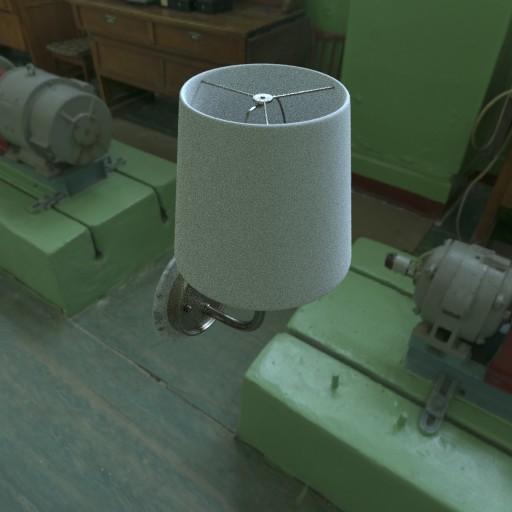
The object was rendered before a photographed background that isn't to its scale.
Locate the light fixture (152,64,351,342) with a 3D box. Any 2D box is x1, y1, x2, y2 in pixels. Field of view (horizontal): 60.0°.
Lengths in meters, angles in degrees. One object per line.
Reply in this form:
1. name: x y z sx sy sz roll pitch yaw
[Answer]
1. light fixture: 0.000 0.000 0.448 0.188 0.337 0.168 24 46 25
